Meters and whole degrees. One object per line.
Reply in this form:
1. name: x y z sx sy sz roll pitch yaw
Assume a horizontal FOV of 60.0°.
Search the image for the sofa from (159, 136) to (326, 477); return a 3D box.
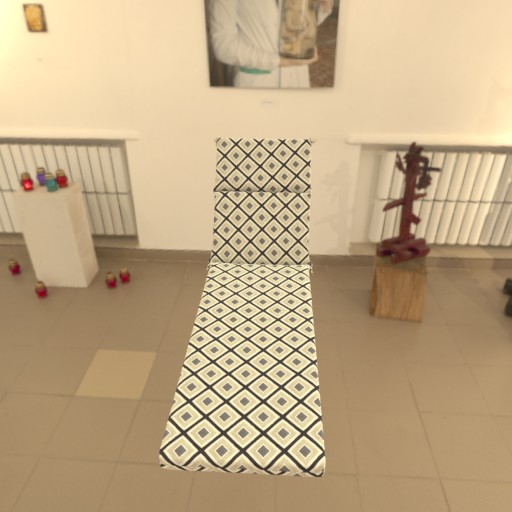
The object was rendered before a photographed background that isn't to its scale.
1. sofa: 0.000 0.000 1.935 0.582 0.622 1.663 2 31 3
